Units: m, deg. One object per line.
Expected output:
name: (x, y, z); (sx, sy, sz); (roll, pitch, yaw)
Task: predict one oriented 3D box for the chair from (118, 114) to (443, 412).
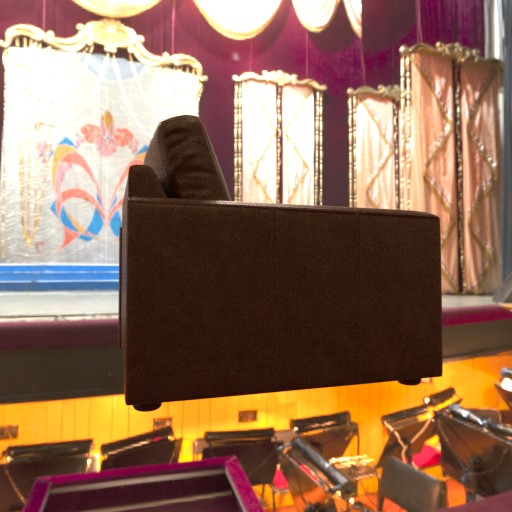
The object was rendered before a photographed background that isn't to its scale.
chair: (0.000, 0.000, 1.749); (1.016, 0.873, 1.005); (1, -2, -18)
